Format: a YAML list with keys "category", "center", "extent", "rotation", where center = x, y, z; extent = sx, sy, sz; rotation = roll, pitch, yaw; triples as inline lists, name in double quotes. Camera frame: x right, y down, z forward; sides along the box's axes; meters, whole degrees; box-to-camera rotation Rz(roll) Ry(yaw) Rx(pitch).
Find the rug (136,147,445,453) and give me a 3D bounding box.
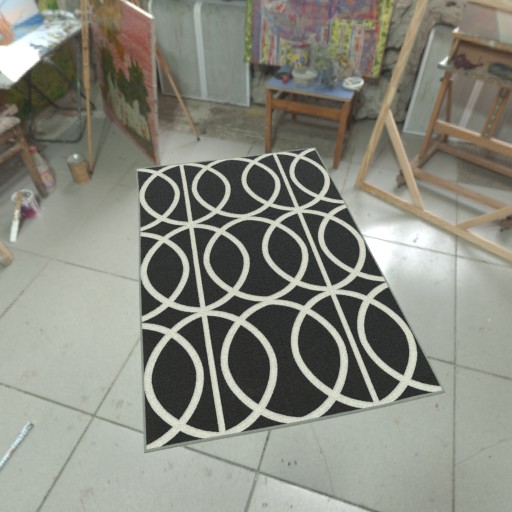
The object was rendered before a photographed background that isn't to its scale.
- category: "rug"
  center: [0.000, 0.000, 2.921]
  extent: [1.526, 0.014, 2.290]
  rotation: [-9, 47, -8]
